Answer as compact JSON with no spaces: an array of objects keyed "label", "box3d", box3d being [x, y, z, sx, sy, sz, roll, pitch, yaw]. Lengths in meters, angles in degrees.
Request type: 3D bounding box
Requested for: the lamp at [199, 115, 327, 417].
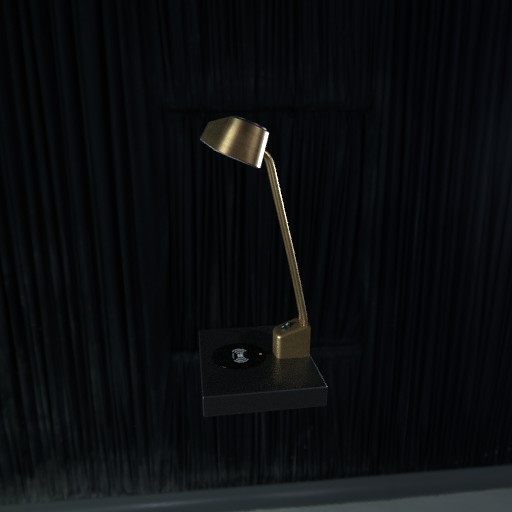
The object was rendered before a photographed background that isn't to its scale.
[{"label":"lamp","box3d":[0.000,0.000,0.587,0.156,0.345,0.412,-2,16,-8]}]
